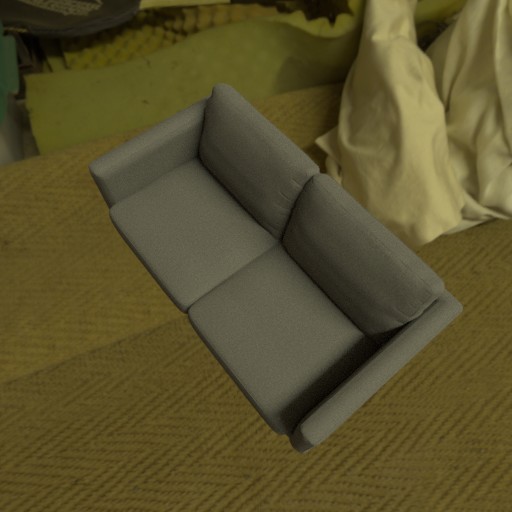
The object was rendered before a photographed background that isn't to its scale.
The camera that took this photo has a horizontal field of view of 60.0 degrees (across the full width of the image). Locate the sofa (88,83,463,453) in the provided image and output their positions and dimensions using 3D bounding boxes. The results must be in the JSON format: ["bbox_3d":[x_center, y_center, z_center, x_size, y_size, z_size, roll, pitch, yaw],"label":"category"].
[{"bbox_3d":[0.000,0.000,2.275,0.940,0.866,1.713,-36,68,-17],"label":"sofa"}]
